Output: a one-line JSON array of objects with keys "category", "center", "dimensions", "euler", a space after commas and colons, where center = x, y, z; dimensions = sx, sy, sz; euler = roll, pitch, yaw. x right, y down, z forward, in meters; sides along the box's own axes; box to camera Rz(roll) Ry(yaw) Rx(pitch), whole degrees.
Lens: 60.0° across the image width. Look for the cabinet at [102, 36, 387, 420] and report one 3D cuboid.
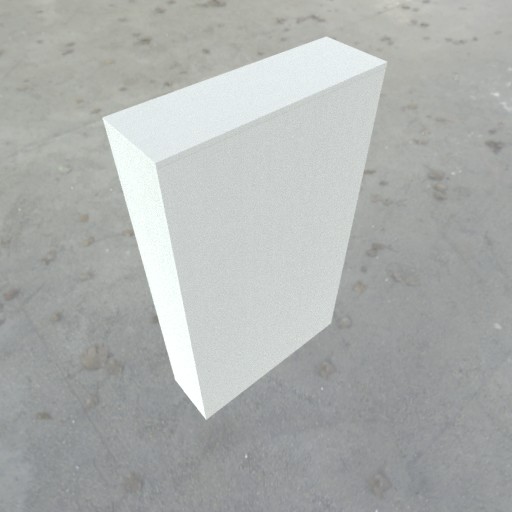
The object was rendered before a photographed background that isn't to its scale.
[{"category": "cabinet", "center": [0.000, 0.000, 1.608], "dimensions": [0.750, 1.280, 0.250], "euler": [-31, 54, -26]}]
